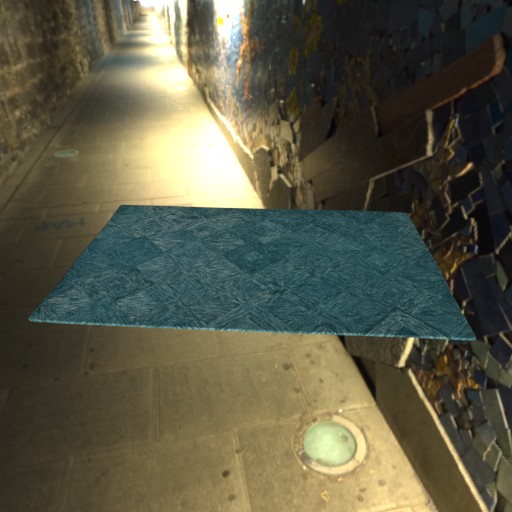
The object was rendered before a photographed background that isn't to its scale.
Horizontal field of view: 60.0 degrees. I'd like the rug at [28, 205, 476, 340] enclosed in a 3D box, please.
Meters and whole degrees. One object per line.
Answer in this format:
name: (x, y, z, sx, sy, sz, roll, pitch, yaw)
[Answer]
rug: (0.000, 0.000, 2.176, 1.728, 0.017, 1.136, 2, 30, 3)
